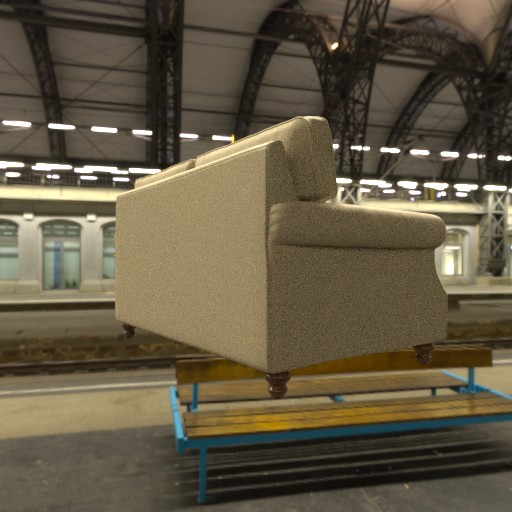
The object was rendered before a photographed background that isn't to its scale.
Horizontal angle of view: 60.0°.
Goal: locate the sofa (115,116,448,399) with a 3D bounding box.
[{"bbox_3d":[0.000,0.000,2.228,0.964,0.937,1.665,0,0,-36],"label":"sofa"}]
